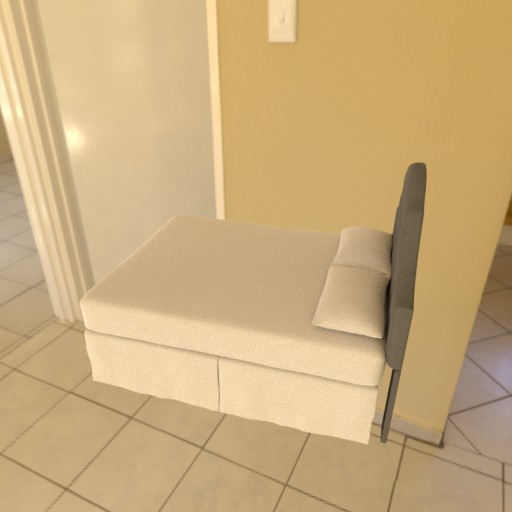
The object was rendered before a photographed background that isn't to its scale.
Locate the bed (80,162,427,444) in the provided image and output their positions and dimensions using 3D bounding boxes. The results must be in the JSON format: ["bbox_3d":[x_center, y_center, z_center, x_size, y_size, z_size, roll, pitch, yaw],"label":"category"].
[{"bbox_3d":[0.000,0.000,3.325,2.155,1.575,1.636,8,30,14],"label":"bed"}]
